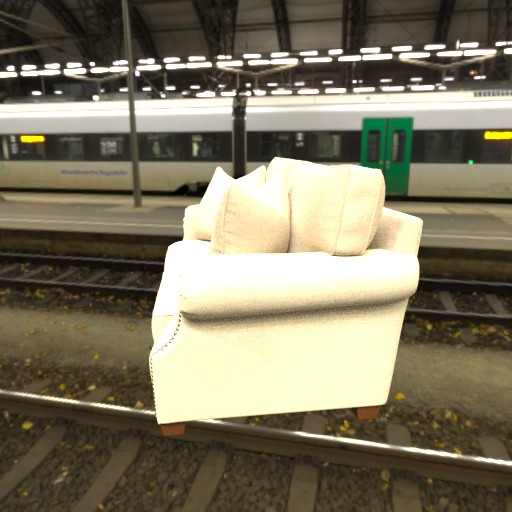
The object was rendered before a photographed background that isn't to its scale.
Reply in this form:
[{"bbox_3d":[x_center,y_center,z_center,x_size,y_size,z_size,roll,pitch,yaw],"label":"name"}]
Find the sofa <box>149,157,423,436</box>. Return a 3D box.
[{"bbox_3d":[0.000,0.000,2.273,0.966,0.966,1.701,-2,14,-8],"label":"sofa"}]
